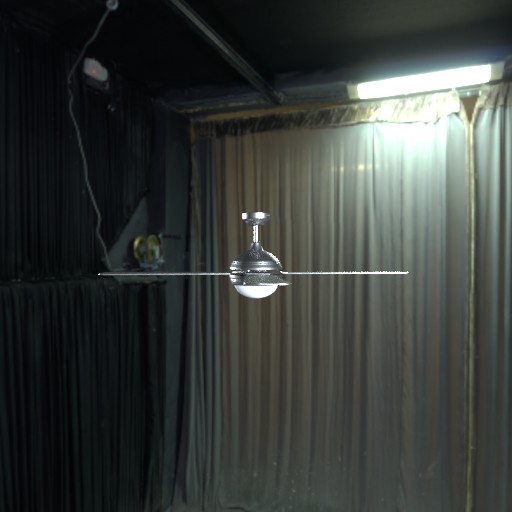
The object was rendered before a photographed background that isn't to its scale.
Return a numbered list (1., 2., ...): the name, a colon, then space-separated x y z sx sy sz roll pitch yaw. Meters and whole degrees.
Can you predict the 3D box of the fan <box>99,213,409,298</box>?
1. fan: 0.000 0.000 2.008 1.321 0.381 1.321 0 1 18
